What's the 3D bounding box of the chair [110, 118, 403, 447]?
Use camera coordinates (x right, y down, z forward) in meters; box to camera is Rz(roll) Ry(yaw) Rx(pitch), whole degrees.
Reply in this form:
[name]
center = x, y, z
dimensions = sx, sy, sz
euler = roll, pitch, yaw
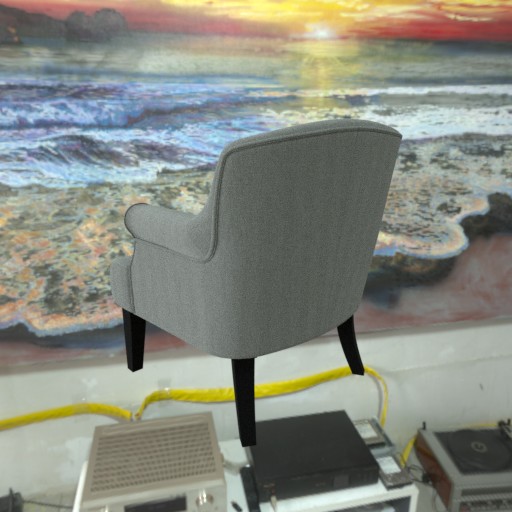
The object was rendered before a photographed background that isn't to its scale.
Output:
[chair]
center = 0.000, 0.000, 1.492
dimensions = 0.772, 0.880, 0.755
euler = -15, 22, -41
